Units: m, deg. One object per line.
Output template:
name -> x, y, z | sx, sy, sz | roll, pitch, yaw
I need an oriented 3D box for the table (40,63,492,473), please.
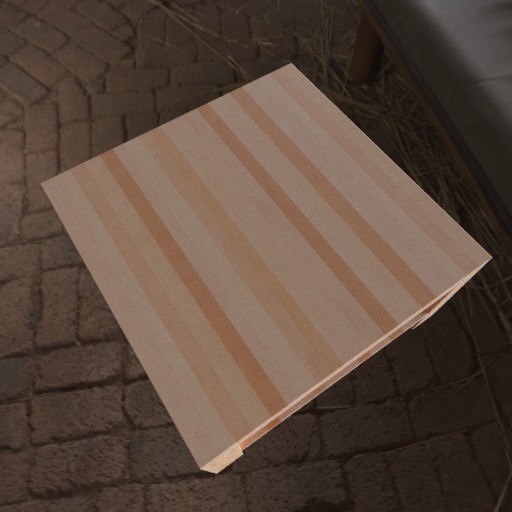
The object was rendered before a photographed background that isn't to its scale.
table -> 0.000, 0.000, 1.426 | 0.900, 0.450, 0.900 | -31, 67, -15
